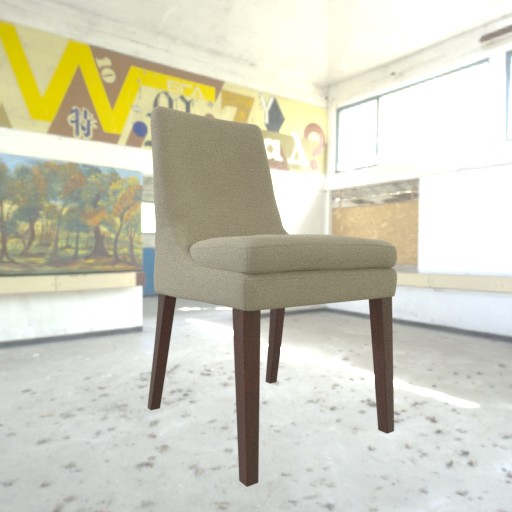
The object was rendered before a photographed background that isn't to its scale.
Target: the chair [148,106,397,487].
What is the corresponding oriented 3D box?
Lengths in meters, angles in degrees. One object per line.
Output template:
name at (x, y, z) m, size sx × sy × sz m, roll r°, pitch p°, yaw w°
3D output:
chair at (0.000, 0.000, 1.292) m, size 0.515 × 0.940 × 0.638 m, roll -1°, pitch 1°, yaw -35°
